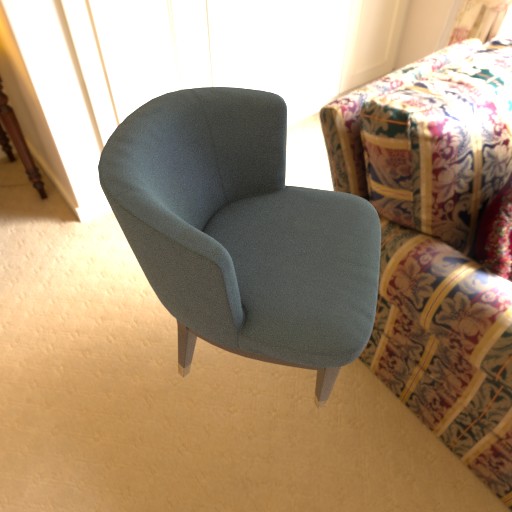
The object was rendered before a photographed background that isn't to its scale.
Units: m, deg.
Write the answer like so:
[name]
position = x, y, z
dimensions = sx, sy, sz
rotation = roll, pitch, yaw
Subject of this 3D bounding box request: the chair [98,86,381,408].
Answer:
[chair]
position = 0.000, 0.000, 1.298
dimensions = 0.702, 0.760, 0.661
rotation = 10, 48, 9
